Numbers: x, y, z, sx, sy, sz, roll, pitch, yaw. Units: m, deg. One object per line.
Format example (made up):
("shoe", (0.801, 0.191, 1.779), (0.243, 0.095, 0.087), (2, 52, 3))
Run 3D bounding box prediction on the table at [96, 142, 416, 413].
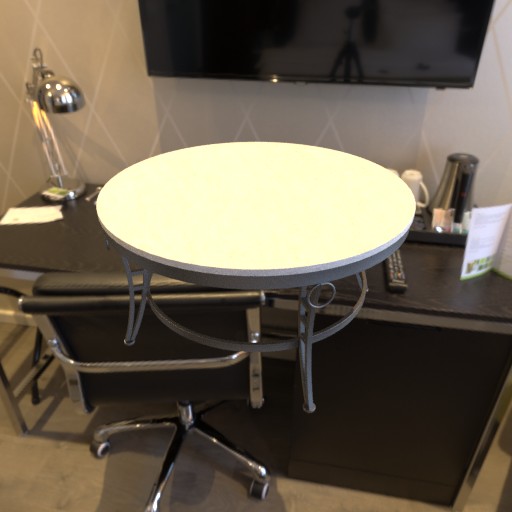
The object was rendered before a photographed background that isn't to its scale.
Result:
("table", (0.000, 0.000, 1.412), (0.889, 0.470, 0.889), (0, 31, 0))
